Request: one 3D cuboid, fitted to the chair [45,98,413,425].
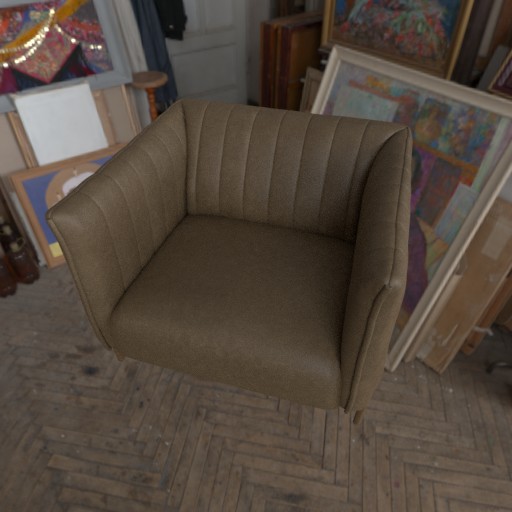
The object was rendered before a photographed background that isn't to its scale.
[{"bbox_3d":[0.000,0.000,1.603,0.981,0.779,0.876,11,42,13],"label":"chair"}]
